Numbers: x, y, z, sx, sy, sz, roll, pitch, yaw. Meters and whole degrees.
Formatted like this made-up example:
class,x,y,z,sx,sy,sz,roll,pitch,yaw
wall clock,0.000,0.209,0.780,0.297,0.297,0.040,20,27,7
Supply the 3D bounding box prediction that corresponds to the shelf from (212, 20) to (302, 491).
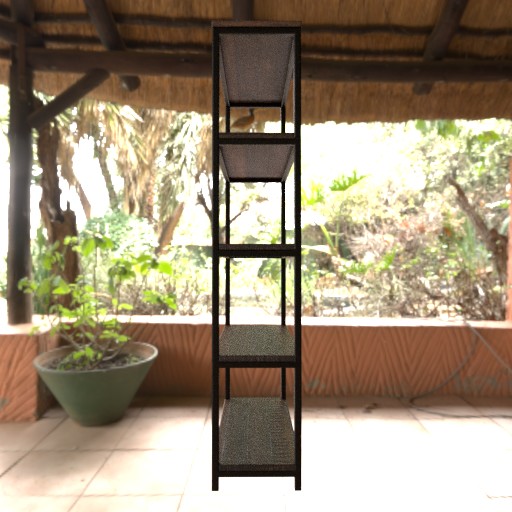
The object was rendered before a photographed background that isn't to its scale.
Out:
class,x,y,z,sx,sy,sz,roll,pitch,yaw
shelf,0.000,0.000,2.187,0.359,1.860,0.874,0,-1,0
